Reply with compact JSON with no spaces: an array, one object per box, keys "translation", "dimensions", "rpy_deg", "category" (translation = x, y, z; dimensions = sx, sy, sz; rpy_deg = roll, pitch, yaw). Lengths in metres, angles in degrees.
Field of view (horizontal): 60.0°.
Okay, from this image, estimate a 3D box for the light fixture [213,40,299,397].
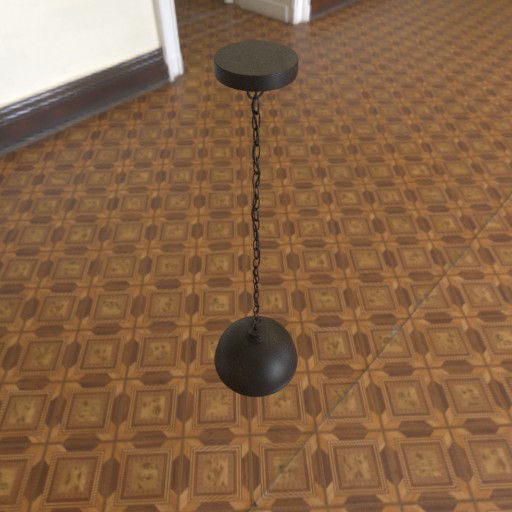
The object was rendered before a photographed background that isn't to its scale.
[{"translation":[0.000,0.000,1.228],"dimensions":[0.304,1.090,0.304],"rpy_deg":[-27,52,-23],"category":"light fixture"}]
